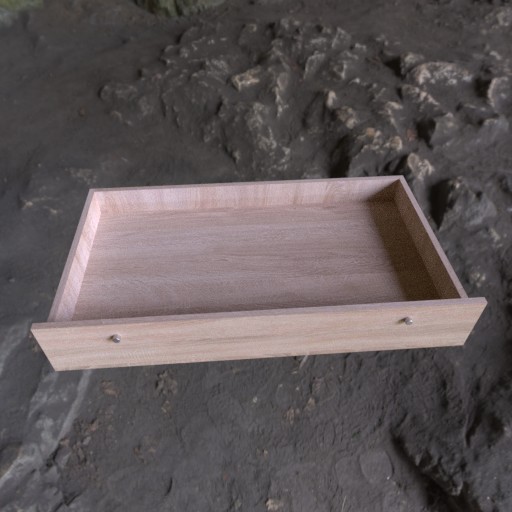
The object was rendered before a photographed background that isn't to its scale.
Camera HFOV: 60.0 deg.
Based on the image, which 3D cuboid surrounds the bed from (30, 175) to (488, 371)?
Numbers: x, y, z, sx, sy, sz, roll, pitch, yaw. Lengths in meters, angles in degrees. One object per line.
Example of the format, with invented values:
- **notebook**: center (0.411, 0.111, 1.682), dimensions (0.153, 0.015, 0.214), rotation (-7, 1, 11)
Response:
- **bed**: center (0.000, 0.000, 1.466), dimensions (1.200, 0.209, 0.685), rotation (-3, 45, -3)
